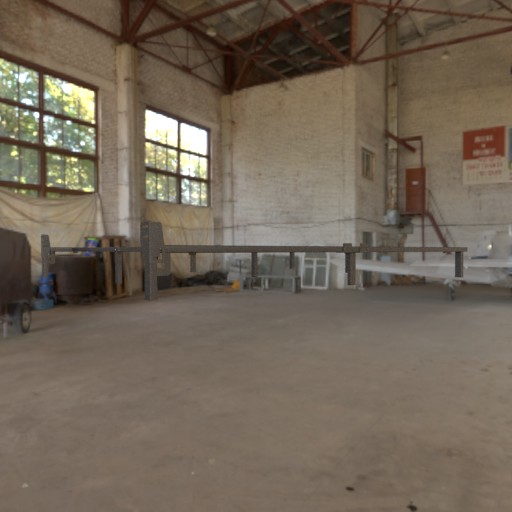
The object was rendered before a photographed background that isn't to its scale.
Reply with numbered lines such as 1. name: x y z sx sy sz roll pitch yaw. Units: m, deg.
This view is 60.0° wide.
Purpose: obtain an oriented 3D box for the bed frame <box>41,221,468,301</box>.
1. bed frame: 0.000 0.000 2.581 1.990 0.248 1.498 -1 1 -38
